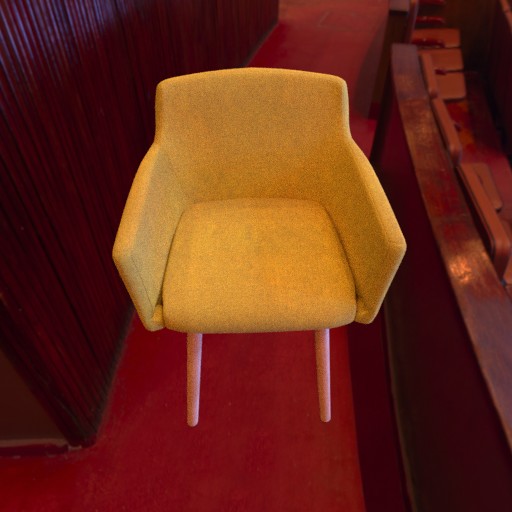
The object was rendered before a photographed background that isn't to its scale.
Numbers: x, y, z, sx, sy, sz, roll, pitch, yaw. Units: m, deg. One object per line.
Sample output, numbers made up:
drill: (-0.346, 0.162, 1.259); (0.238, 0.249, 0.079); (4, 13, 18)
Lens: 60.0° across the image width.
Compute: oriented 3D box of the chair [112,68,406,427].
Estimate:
chair: (0.000, 0.000, 1.176); (0.570, 0.780, 0.570); (-2, 45, -2)
